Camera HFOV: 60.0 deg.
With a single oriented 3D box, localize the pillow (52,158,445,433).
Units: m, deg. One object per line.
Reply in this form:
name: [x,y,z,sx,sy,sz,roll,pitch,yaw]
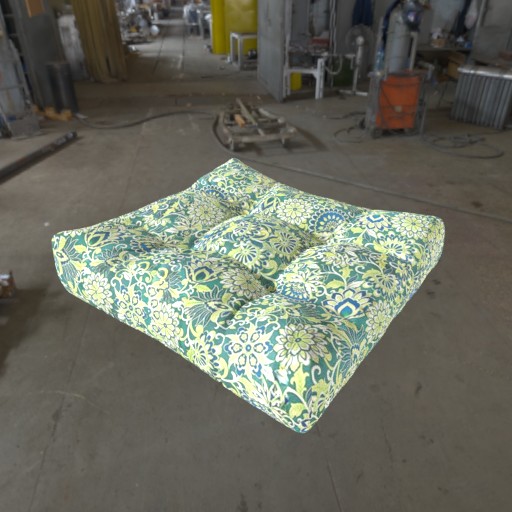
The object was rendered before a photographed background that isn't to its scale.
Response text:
pillow: [0.000,0.000,0.743,0.490,0.128,0.468,22,39,31]
